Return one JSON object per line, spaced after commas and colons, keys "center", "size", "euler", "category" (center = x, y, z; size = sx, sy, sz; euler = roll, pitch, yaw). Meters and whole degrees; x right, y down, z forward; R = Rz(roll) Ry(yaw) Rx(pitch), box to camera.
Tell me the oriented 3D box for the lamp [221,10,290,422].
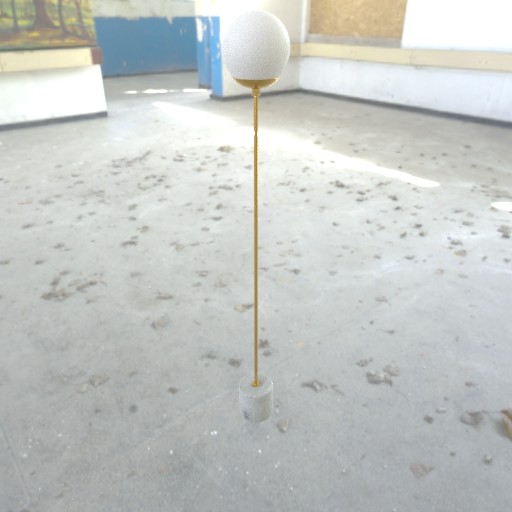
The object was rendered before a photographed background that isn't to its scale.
{"center": [0.000, 0.000, 1.804], "size": [0.224, 1.753, 0.224], "euler": [-21, 35, -34], "category": "lamp"}
